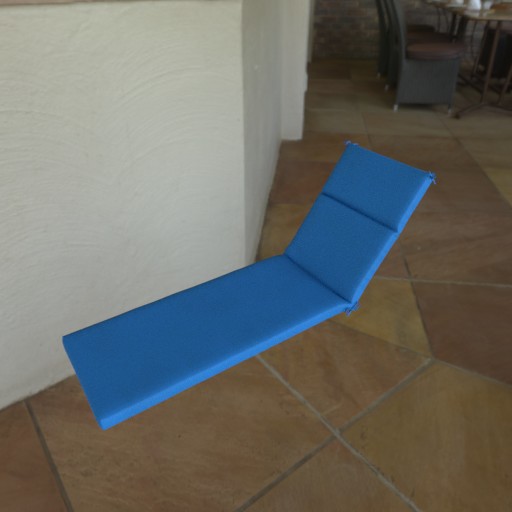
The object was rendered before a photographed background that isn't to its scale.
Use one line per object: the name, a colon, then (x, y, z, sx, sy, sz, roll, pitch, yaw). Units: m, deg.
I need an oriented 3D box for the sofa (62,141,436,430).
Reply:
sofa: (0.000, 0.000, 1.963, 1.663, 0.622, 0.582, -20, 38, -28)
